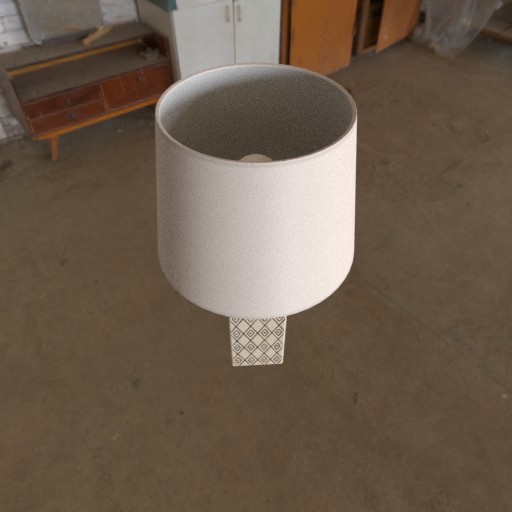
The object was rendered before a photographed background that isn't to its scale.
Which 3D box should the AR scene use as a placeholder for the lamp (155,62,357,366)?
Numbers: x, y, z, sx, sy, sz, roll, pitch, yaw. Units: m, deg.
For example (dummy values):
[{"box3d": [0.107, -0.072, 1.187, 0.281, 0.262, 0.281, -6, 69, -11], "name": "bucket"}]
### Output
[{"box3d": [0.000, 0.000, 0.597, 0.251, 0.435, 0.251, 0, 47, 0], "name": "lamp"}]
